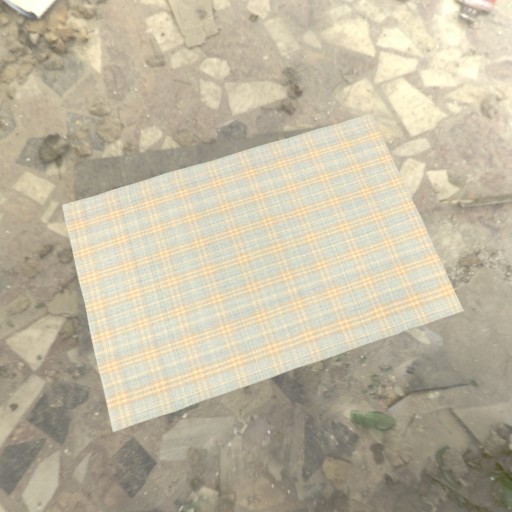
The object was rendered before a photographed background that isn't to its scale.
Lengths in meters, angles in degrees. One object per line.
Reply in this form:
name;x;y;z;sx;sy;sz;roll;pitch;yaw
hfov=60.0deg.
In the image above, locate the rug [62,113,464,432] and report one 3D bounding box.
rug;0.000;0.000;2.338;1.835;0.012;1.231;-18;74;-5
